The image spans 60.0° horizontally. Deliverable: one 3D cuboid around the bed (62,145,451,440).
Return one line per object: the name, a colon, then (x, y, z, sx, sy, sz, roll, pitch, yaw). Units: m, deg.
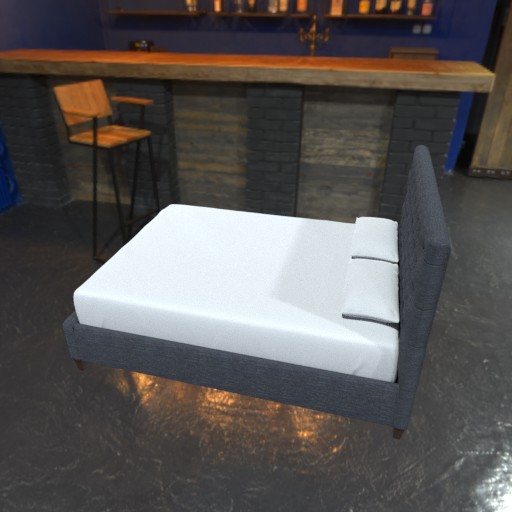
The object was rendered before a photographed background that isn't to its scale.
bed: (0.000, 0.000, 3.395, 2.387, 1.427, 1.698, 8, 31, 13)
